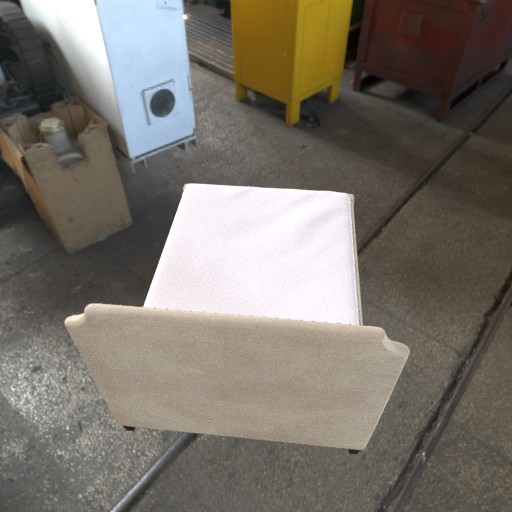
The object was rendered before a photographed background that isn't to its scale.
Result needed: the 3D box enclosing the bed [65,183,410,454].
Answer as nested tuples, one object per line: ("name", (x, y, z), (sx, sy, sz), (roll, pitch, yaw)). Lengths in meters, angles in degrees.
("bed", (0.000, 0.000, 3.382), (1.712, 1.443, 2.372), (4, 46, 4))
